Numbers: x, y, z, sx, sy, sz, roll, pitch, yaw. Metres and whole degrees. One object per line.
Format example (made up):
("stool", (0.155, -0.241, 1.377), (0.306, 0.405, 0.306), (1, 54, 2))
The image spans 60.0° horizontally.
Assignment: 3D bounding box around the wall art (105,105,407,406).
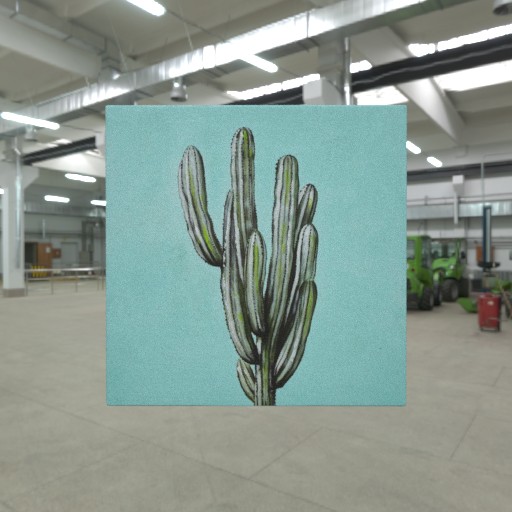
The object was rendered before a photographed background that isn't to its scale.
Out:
("wall art", (0.000, 0.000, 1.152), (0.765, 0.766, 0.054), (0, 0, 0))
